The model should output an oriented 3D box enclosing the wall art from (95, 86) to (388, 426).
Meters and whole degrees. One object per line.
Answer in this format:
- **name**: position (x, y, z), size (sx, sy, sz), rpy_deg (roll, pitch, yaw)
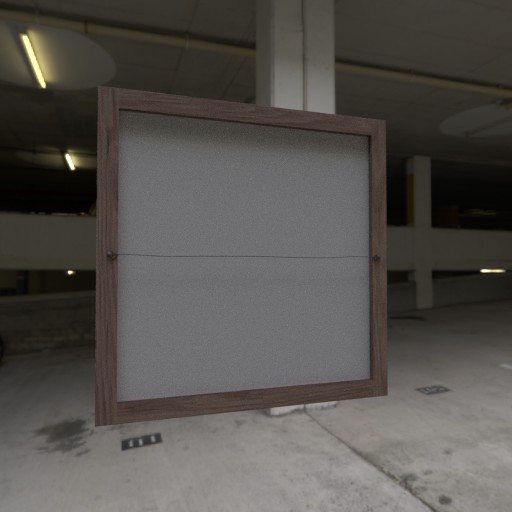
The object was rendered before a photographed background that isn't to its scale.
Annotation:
- **wall art**: position (0.000, 0.000, 1.117), size (0.757, 0.762, 0.028), rpy_deg (0, -2, -18)
